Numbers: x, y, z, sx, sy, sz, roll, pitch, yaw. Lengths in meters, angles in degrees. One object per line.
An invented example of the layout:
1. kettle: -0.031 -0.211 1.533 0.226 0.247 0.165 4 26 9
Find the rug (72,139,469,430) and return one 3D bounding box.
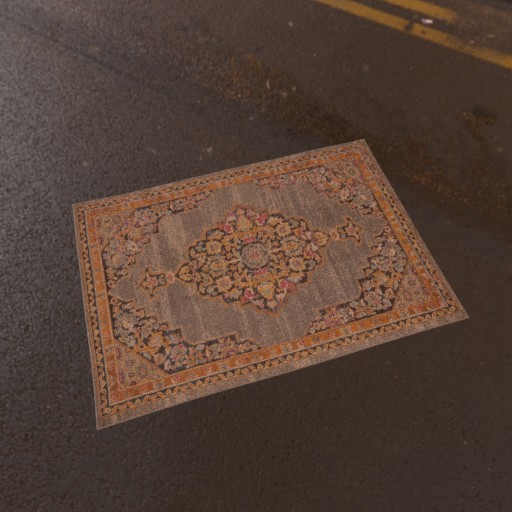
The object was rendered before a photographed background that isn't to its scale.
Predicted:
1. rug: 0.000 0.000 3.766 2.901 0.026 2.043 -14 60 -9
